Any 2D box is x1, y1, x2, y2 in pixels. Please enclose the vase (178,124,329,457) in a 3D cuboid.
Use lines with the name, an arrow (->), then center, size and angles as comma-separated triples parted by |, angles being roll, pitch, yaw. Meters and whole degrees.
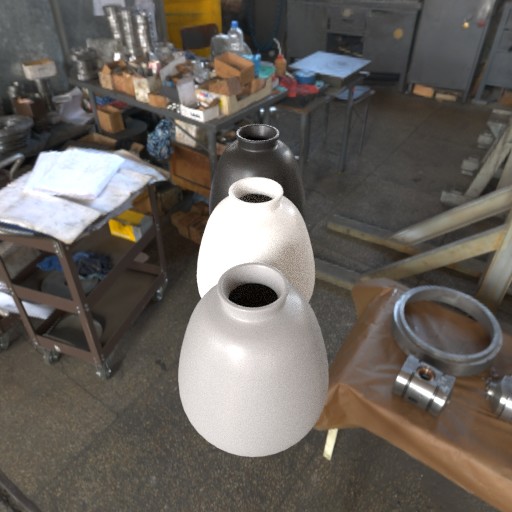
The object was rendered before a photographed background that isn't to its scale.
vase -> 0.000, 0.000, 0.356 | 0.097, 0.122, 0.297 | 1, 39, 1
